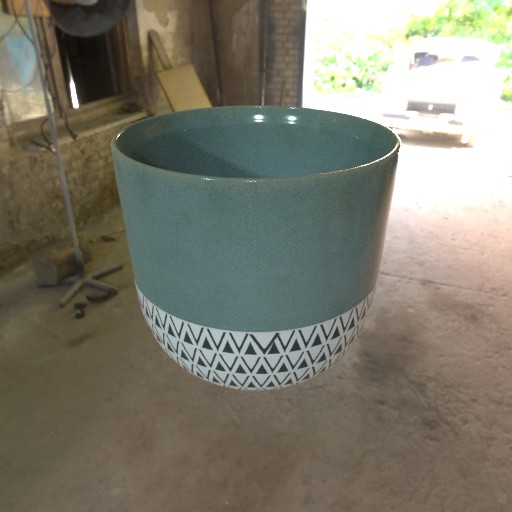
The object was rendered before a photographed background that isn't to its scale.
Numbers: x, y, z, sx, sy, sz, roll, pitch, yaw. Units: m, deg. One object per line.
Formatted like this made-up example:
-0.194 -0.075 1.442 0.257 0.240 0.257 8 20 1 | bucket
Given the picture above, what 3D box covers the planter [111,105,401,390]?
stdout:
0.000 0.000 0.487 0.266 0.270 0.266 0 29 0 | planter
